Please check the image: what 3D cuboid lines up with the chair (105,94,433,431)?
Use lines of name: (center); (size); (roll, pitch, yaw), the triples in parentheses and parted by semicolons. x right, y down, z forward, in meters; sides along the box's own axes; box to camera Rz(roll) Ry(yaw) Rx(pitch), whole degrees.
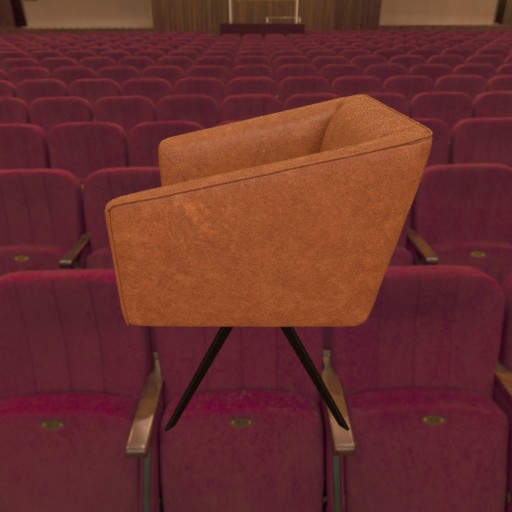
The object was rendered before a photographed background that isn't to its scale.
chair: (0.000, 0.000, 1.187); (0.625, 0.760, 0.588); (0, 27, 0)
